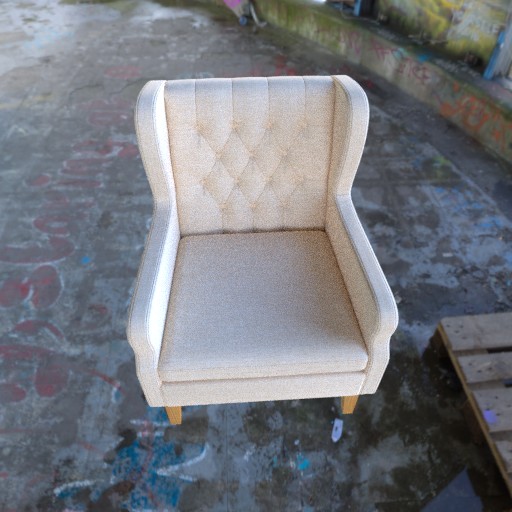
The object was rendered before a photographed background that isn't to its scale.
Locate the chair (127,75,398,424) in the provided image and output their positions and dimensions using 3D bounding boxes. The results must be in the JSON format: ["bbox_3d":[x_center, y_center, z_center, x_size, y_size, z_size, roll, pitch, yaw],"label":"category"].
[{"bbox_3d":[0.000,0.000,1.453,0.710,0.930,0.760,-3,47,-2],"label":"chair"}]
